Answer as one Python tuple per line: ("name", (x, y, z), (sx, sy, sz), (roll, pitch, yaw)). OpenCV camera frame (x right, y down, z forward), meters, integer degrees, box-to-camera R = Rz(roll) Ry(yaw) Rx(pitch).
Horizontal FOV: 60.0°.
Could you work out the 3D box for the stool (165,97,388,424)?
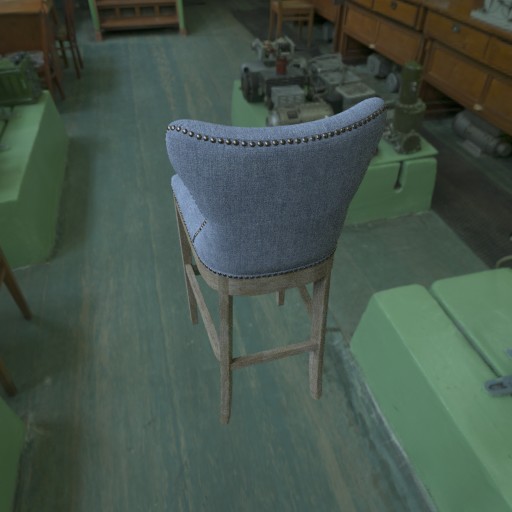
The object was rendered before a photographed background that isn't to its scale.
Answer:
("stool", (0.000, 0.000, 1.424), (0.494, 1.123, 0.606), (-11, 41, -12))
